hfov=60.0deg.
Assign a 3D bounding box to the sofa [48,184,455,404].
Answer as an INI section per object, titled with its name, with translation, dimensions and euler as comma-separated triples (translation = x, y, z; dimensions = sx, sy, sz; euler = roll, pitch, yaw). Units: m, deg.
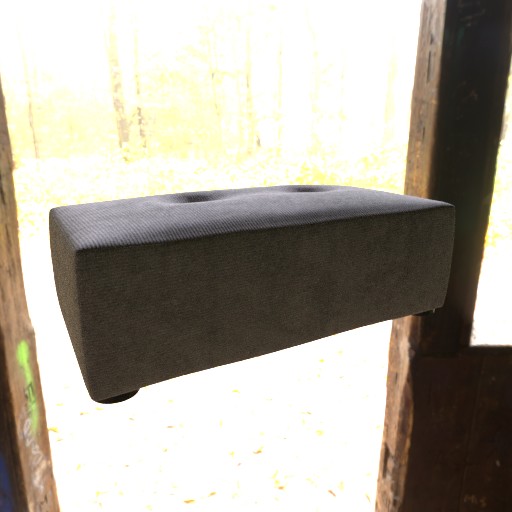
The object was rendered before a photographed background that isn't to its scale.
[sofa]
translation = 0.000, 0.000, 1.137
dimensions = 0.930, 0.330, 0.480
euler = -9, 18, -28
